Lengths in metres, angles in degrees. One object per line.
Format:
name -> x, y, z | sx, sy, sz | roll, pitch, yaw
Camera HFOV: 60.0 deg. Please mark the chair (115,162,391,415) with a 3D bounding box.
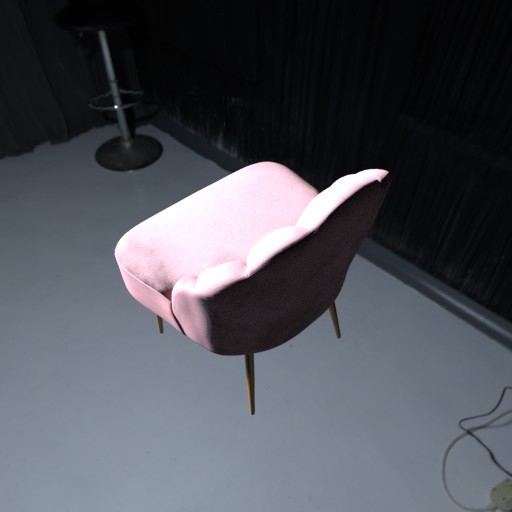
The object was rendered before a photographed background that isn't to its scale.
chair -> 0.000, 0.000, 1.310 | 0.657, 0.819, 0.599 | -34, 55, -28
